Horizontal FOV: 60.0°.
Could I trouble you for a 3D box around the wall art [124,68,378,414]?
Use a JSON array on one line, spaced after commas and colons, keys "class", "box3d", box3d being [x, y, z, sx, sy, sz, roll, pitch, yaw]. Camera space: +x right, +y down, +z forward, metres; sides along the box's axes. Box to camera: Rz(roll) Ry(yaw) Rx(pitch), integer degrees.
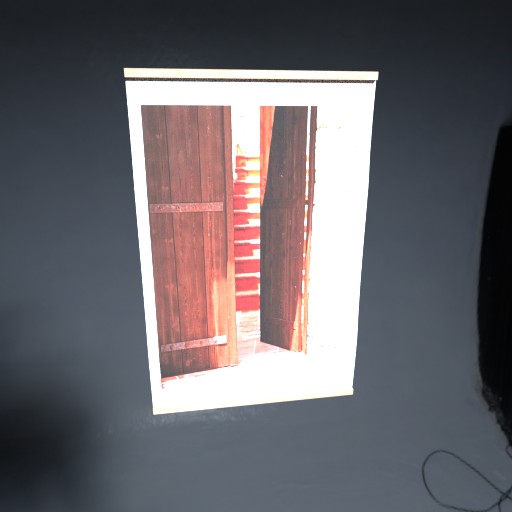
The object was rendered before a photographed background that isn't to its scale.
[{"class": "wall art", "box3d": [0.000, 0.000, 0.657, 0.332, 0.508, 0.012, -3, 18, -9]}]
